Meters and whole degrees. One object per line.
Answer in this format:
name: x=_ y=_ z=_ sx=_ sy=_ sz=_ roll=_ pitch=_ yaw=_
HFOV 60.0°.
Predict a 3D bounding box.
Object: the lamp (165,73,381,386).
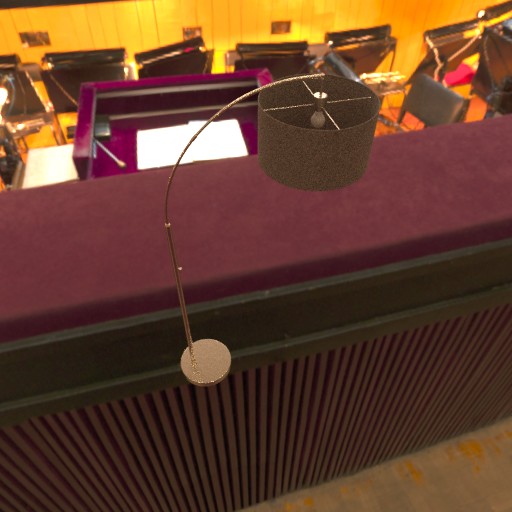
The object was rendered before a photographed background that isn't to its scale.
lamp: x=0.000 y=0.000 z=2.162 sx=0.934 sy=1.735 sz=0.452 roll=-10 pitch=46 yaw=-10
